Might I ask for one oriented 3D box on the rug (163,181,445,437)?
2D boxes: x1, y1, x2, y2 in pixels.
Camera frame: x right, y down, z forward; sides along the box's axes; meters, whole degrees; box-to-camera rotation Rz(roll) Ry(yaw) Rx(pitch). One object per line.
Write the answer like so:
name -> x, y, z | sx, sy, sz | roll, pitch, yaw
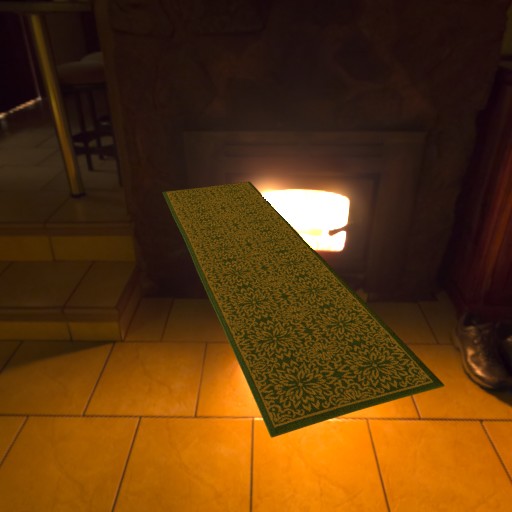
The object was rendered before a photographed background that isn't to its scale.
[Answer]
rug -> 0.000, 0.000, 2.381 | 0.662, 0.011, 2.196 | -10, 31, -17
